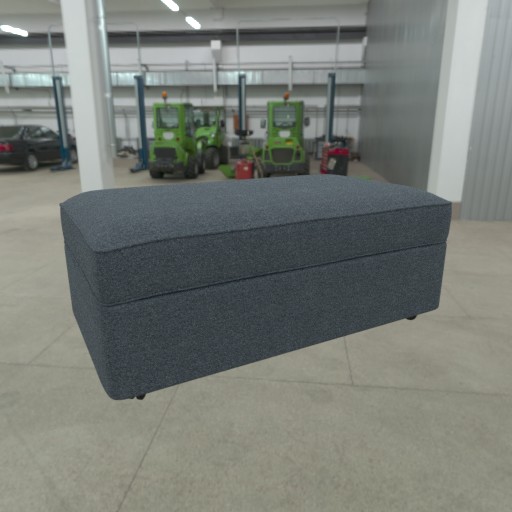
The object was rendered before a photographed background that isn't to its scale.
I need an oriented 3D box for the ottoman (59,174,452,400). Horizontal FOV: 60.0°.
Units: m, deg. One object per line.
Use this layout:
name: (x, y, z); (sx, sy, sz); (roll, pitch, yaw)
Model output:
ottoman: (0.000, 0.000, 1.548); (1.173, 0.494, 0.681); (-9, 19, -28)
